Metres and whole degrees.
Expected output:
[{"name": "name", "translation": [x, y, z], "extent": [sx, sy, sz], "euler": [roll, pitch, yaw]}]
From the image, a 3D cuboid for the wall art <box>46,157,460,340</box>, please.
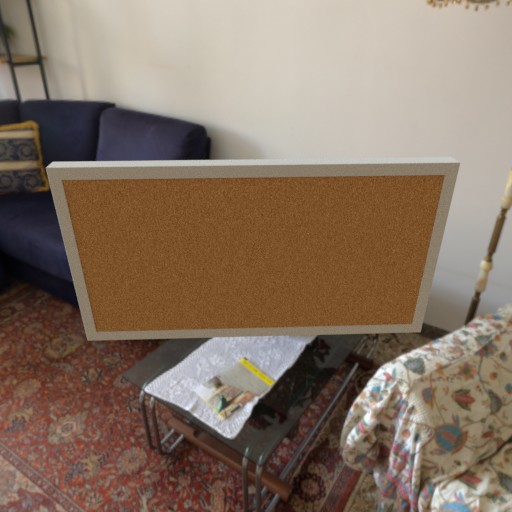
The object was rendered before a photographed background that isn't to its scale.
[{"name": "wall art", "translation": [0.000, 0.000, 0.991], "extent": [0.812, 0.431, 0.038], "euler": [-1, 30, -2]}]
